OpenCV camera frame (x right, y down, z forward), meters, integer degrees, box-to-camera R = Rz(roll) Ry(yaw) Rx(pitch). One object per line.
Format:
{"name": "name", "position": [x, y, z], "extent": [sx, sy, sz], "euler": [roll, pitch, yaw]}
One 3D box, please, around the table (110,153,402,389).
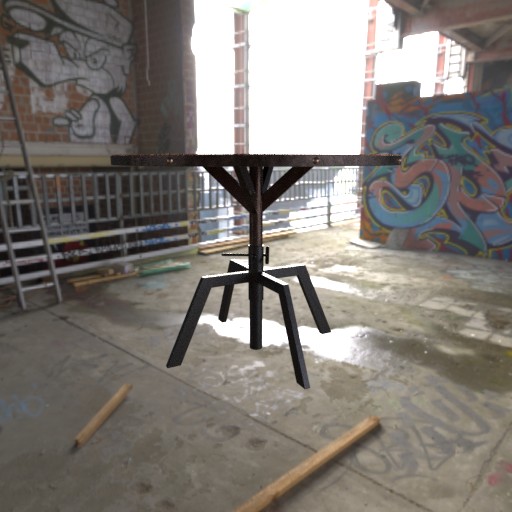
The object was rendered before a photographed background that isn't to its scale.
{"name": "table", "position": [0.000, 0.000, 1.483], "extent": [0.885, 0.658, 0.885], "euler": [0, 12, 0]}
